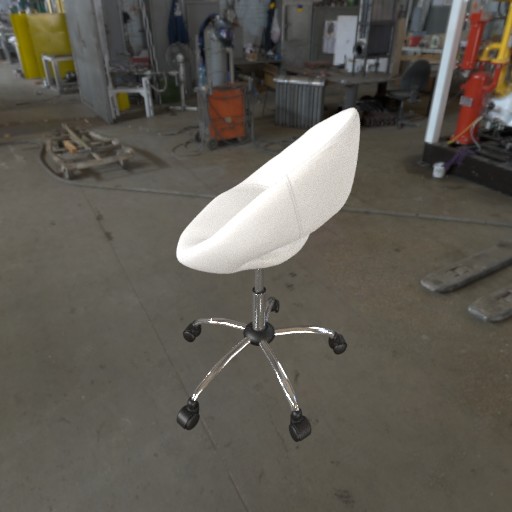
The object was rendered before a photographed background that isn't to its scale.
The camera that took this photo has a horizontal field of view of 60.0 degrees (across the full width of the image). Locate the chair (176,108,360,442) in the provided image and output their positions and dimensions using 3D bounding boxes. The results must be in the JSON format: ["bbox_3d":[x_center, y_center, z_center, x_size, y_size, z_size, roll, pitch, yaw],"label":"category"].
[{"bbox_3d":[0.000,0.000,1.207,0.538,0.791,0.612,9,31,14],"label":"chair"}]
